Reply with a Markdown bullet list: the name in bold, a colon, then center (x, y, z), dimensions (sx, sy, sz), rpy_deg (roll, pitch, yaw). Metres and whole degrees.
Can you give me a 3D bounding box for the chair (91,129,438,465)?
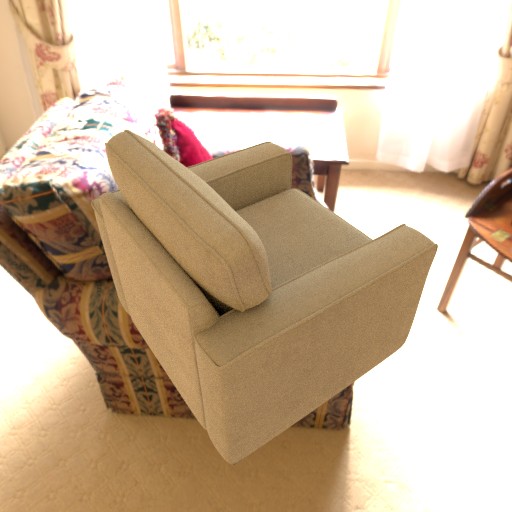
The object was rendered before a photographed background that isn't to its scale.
- **chair**: center (0.000, 0.000, 1.778), dimensions (0.939, 0.965, 1.015), rpy_deg (-25, 46, -26)
